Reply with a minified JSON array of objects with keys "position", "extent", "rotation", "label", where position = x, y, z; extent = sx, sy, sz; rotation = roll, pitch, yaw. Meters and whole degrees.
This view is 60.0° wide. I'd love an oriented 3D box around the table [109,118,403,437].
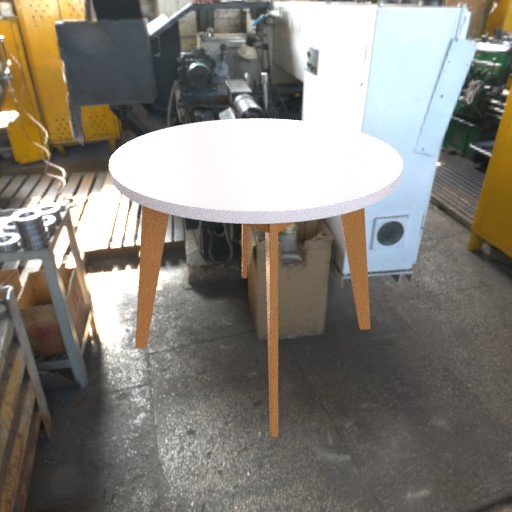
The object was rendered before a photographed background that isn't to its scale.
[{"position":[0.000,0.000,1.595],"extent":[0.896,0.762,0.896],"rotation":[0,30,0],"label":"table"}]
